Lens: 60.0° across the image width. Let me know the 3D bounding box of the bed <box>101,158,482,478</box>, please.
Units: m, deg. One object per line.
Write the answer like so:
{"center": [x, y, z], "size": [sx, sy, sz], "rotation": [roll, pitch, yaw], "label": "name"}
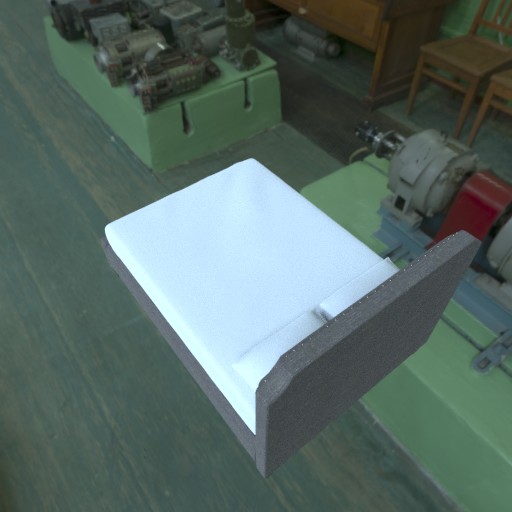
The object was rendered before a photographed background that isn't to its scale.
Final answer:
{"center": [0.000, 0.000, 3.467], "size": [1.713, 1.457, 2.381], "rotation": [-30, 55, -24], "label": "bed"}
